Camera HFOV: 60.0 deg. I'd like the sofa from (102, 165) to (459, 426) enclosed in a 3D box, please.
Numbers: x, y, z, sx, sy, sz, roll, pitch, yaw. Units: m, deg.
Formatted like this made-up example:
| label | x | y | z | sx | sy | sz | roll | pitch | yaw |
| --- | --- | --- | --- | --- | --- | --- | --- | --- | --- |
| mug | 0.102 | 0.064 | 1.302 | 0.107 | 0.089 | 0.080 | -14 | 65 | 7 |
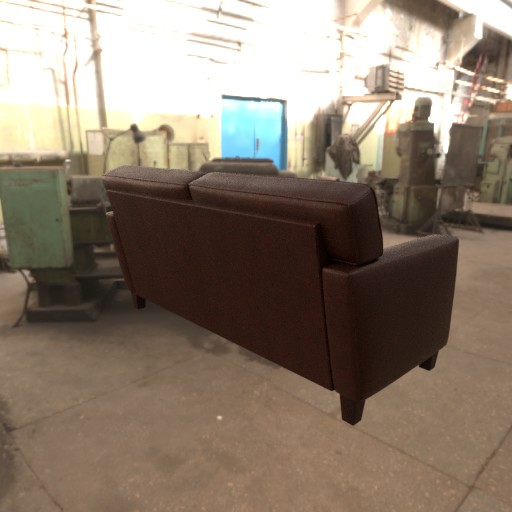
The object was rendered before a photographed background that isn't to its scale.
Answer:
| label | x | y | z | sx | sy | sz | roll | pitch | yaw |
| --- | --- | --- | --- | --- | --- | --- | --- | --- | --- |
| sofa | 0.000 | 0.000 | 2.398 | 0.912 | 0.928 | 1.876 | -13 | 19 | -41 |
